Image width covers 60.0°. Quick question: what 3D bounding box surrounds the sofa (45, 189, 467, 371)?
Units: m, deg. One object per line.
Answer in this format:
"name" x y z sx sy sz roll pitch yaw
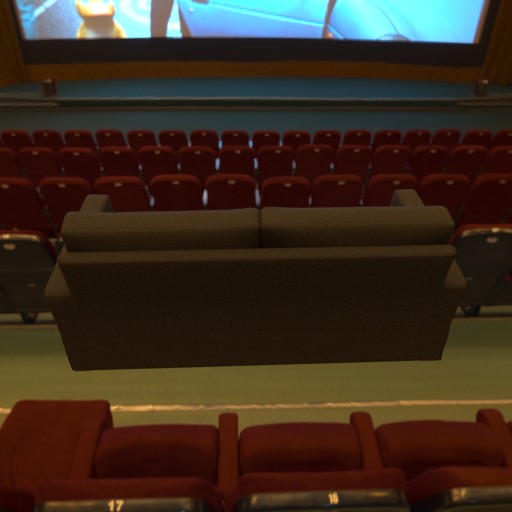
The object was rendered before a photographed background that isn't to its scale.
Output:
"sofa" 0.000 0.000 2.298 1.852 0.839 0.898 -1 33 -2
